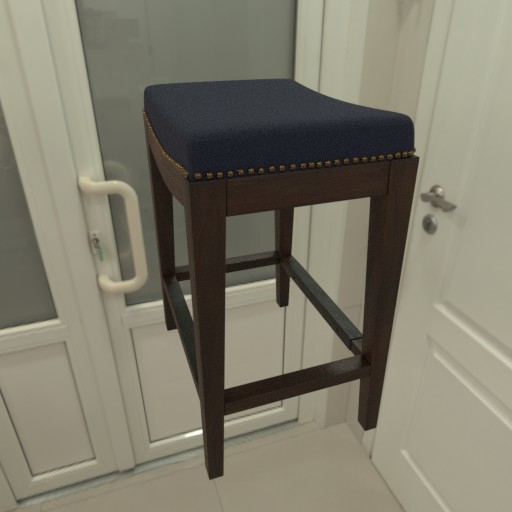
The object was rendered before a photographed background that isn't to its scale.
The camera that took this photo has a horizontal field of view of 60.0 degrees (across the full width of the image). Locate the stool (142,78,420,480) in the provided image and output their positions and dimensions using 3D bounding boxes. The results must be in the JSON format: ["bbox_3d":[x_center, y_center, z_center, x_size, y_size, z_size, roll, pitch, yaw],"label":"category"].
[{"bbox_3d":[0.000,0.000,0.933,0.361,0.642,0.500,-10,30,-17],"label":"stool"}]
